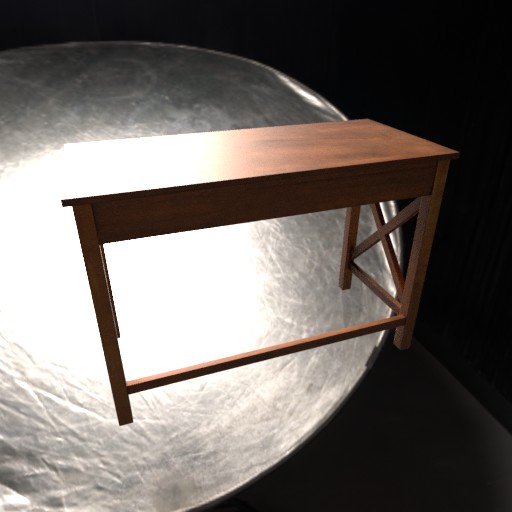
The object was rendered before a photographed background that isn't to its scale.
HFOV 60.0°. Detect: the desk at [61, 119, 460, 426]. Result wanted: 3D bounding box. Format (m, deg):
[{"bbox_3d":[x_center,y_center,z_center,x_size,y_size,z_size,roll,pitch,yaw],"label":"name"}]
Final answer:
[{"bbox_3d":[0.000,0.000,1.554,1.117,0.762,0.508,-10,30,-17],"label":"desk"}]
